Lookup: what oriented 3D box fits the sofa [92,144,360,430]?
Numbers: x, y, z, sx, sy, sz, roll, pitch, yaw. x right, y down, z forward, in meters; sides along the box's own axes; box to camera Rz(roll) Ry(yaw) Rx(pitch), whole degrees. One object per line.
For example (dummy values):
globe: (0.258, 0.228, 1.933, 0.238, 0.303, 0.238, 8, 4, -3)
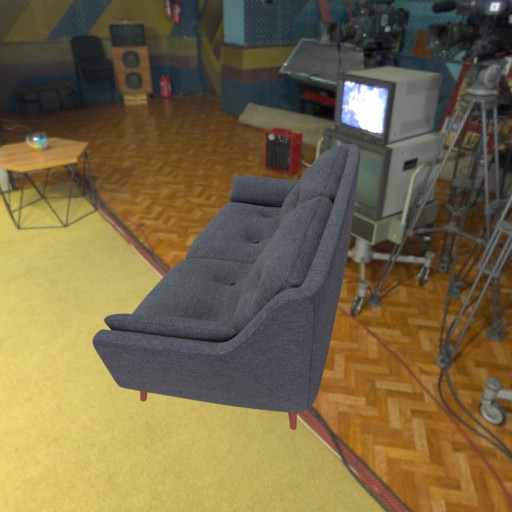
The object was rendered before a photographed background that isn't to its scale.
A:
sofa: (0.000, 0.000, 2.524, 0.975, 0.896, 1.929, 8, 32, 14)
